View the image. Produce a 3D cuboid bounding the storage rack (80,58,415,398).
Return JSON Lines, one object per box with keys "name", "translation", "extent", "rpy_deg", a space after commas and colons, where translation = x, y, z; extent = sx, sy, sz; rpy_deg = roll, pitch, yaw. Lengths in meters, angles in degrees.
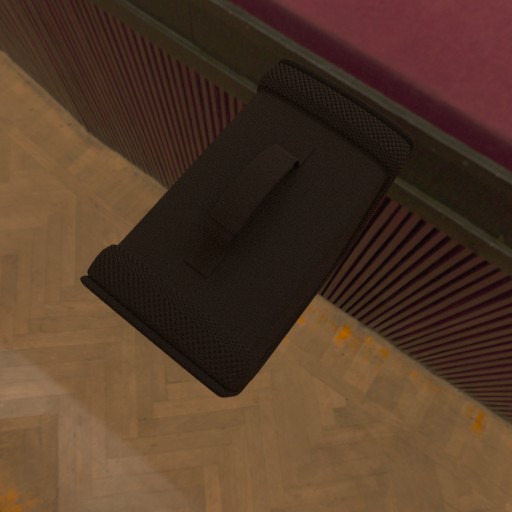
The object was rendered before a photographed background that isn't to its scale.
{"name": "storage rack", "translation": [0.000, 0.000, 0.547], "extent": [0.168, 0.387, 0.297], "rpy_deg": [36, 76, 10]}
